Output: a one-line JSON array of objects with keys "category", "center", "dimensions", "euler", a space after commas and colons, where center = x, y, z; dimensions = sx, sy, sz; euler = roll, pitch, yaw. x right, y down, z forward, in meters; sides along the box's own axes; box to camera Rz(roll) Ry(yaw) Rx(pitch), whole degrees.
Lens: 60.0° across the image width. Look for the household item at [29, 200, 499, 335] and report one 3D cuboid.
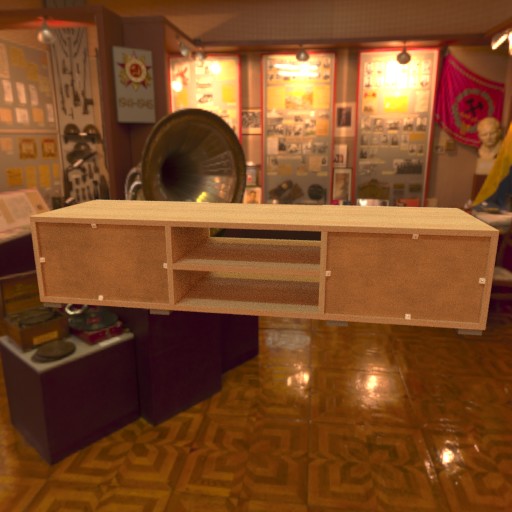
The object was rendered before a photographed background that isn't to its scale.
[{"category": "household item", "center": [0.000, 0.000, 1.545], "dimensions": [1.400, 0.310, 0.420], "euler": [2, 15, 9]}]
